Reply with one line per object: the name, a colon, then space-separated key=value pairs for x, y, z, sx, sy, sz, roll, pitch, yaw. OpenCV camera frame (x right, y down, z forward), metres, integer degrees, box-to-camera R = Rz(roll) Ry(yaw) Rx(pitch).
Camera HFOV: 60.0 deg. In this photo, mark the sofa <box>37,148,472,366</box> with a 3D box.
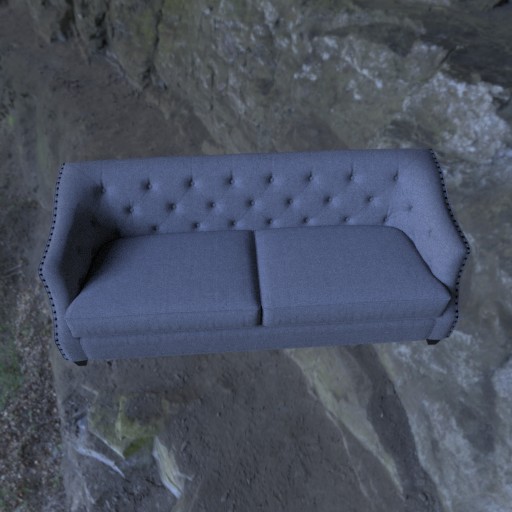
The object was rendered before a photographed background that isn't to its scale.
sofa: x=0.000 y=0.000 z=2.628 sx=2.235 sy=0.901 sz=0.914 roll=-3 pitch=46 yaw=-3
